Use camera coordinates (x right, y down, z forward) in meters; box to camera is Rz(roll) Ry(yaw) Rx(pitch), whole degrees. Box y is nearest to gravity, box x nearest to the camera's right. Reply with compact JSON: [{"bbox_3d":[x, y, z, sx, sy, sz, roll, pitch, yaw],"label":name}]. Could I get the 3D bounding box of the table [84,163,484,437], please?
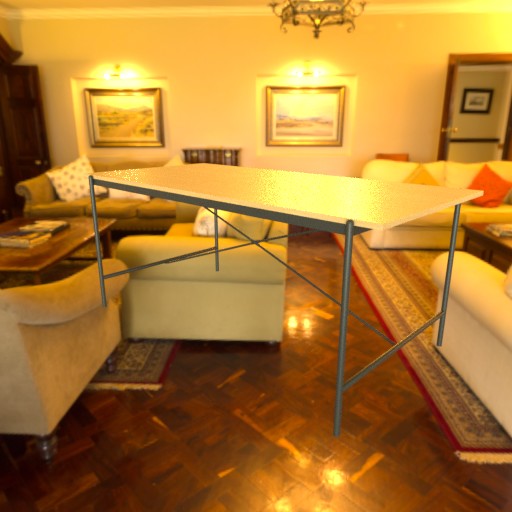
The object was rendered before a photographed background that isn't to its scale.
[{"bbox_3d":[0.000,0.000,2.251,1.800,0.758,0.900,16,23,41],"label":"table"}]
